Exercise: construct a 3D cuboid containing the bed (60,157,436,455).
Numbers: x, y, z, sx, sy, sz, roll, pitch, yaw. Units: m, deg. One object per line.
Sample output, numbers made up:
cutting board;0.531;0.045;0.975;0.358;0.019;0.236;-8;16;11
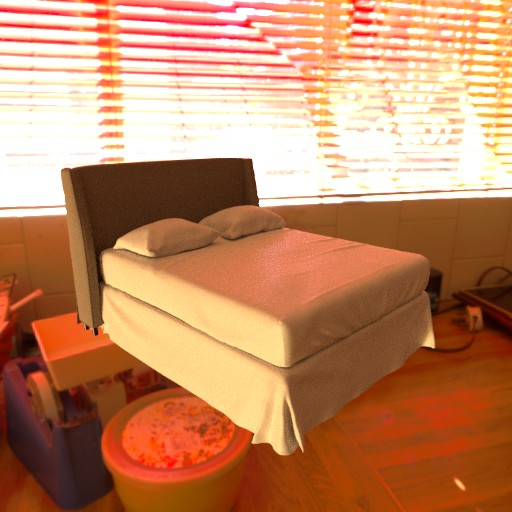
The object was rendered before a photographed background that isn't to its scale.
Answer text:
bed;0.000;0.000;3.370;2.276;1.332;1.925;15;22;43
